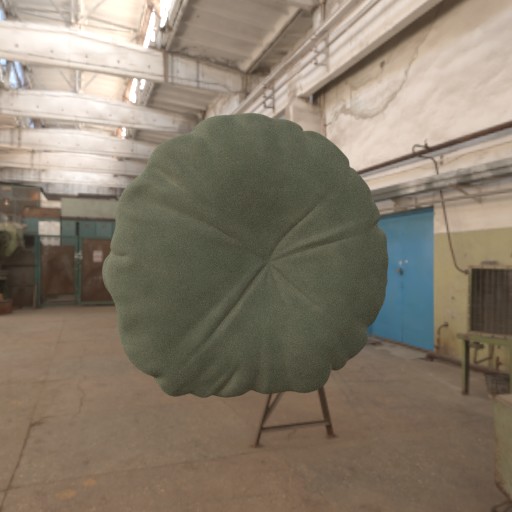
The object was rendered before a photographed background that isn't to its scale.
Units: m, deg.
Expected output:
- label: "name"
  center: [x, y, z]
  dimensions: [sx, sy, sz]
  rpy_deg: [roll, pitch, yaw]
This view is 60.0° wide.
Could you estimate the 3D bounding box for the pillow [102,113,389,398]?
- label: "pillow"
  center: [0.000, 0.000, 0.653]
  dimensions: [0.428, 0.407, 0.148]
  rpy_deg: [0, 0, -18]
